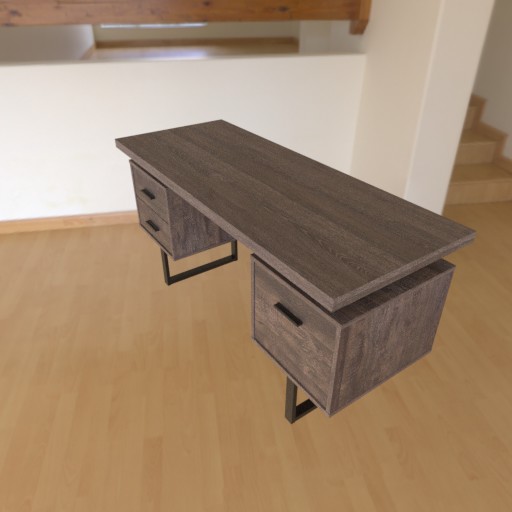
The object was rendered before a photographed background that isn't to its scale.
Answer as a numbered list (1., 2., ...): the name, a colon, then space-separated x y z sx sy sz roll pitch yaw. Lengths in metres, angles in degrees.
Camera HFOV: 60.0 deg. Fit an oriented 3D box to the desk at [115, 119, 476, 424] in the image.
1. desk: 0.000 0.000 1.955 0.600 0.760 1.524 -20 38 -29
